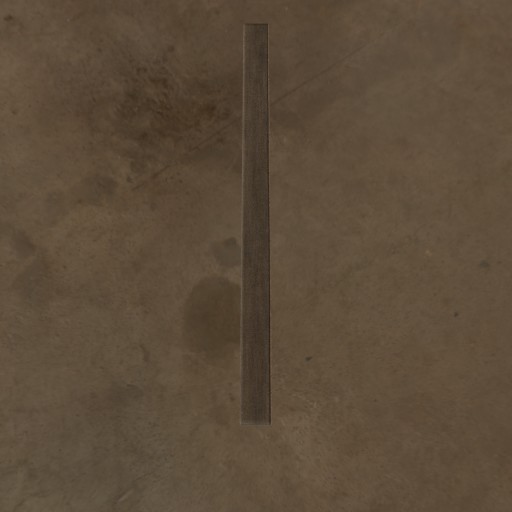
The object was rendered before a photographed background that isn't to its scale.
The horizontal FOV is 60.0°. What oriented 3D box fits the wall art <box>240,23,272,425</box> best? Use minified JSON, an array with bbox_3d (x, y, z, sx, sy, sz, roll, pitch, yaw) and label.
[{"bbox_3d":[0.000,0.000,1.139,0.050,0.751,0.749,0,74,0],"label":"wall art"}]
